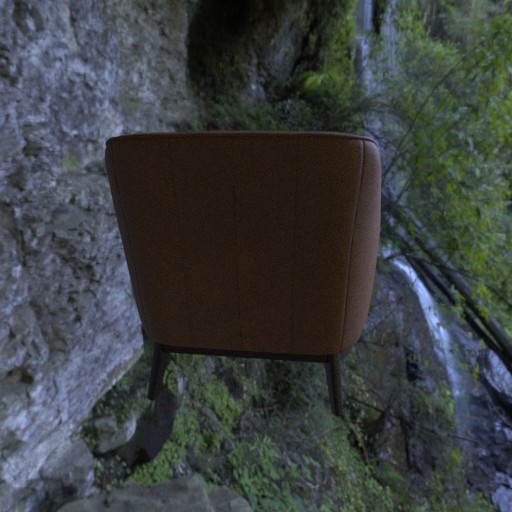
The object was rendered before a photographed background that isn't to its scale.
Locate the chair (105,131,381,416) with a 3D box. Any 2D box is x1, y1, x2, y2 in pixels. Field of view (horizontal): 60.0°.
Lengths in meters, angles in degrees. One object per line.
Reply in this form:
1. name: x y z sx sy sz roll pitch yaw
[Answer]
1. chair: 0.000 0.000 1.582 0.871 0.830 0.852 2 14 8
